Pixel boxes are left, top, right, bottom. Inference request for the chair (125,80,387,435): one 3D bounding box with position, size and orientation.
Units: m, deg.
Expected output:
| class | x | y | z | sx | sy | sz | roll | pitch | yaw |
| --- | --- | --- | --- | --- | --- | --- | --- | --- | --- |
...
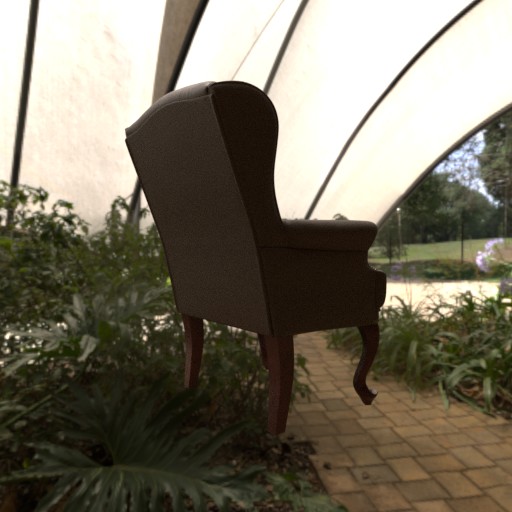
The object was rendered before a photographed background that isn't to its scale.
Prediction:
| class | x | y | z | sx | sy | sz | roll | pitch | yaw |
| --- | --- | --- | --- | --- | --- | --- | --- | --- | --- |
| chair | 0.000 | 0.000 | 1.735 | 0.819 | 1.132 | 0.829 | -1 | 2 | -37 |
